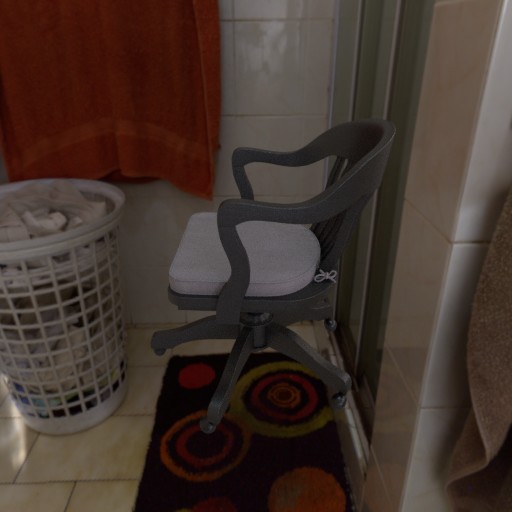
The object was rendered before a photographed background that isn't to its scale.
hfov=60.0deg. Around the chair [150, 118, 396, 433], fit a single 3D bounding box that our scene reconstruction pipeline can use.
[{"bbox_3d":[0.000,0.000,1.488,0.788,0.878,0.750,0,27,1],"label":"chair"}]
